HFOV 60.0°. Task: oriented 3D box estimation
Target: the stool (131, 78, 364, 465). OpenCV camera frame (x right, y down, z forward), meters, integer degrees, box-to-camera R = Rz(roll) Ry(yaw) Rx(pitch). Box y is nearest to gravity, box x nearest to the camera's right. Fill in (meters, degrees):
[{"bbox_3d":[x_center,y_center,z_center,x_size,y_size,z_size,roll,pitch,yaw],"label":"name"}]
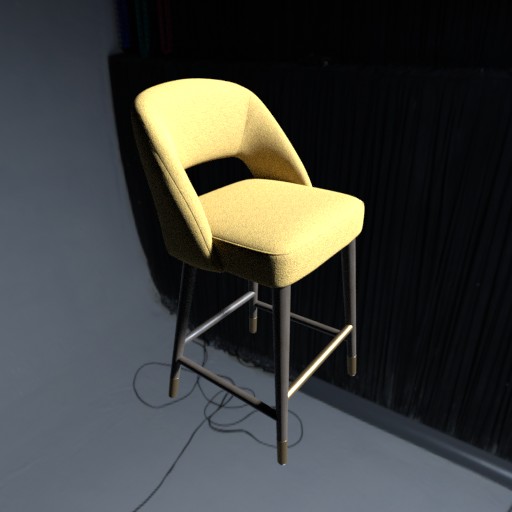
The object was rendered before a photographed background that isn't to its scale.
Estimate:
[{"bbox_3d":[0.000,0.000,1.292,0.522,0.939,0.536,18,31,32],"label":"stool"}]
